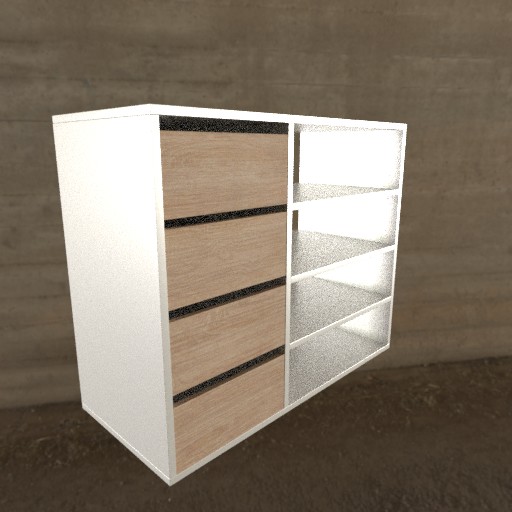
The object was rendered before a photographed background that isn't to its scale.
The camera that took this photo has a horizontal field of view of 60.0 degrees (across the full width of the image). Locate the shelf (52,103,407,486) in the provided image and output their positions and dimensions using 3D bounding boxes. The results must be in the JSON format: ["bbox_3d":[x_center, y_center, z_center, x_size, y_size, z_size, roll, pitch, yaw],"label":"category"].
[{"bbox_3d":[0.000,0.000,1.250,0.396,0.732,0.895,13,19,43],"label":"shelf"}]
